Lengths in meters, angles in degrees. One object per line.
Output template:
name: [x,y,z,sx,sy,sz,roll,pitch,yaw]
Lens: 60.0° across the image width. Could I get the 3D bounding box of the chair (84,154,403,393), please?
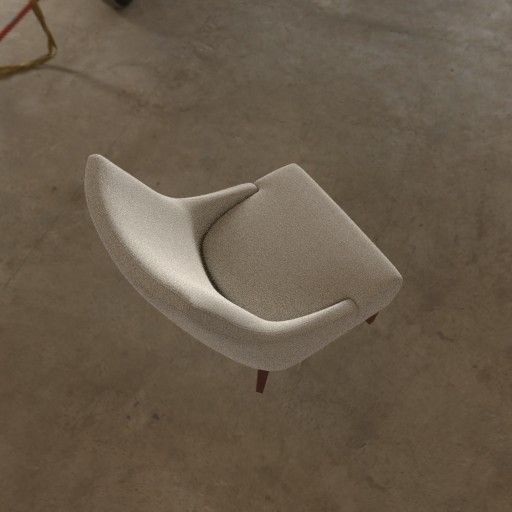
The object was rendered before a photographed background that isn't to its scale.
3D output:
chair: [0.000,0.000,1.540,0.861,0.909,0.701,-29,62,-17]
